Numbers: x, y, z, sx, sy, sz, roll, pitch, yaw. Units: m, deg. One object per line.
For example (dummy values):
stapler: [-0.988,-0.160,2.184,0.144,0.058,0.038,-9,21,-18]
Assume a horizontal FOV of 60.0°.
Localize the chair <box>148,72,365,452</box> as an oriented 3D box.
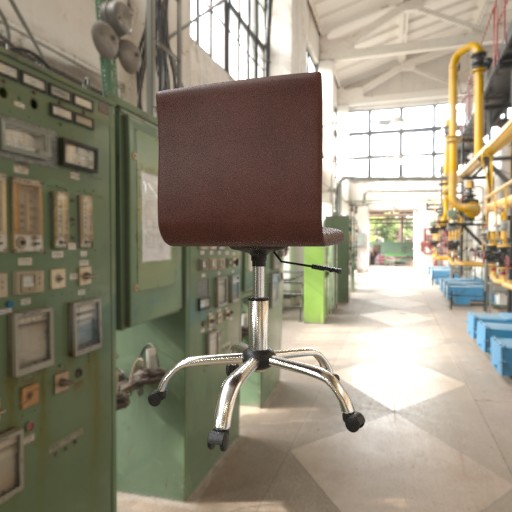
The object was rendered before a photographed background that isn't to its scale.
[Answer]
chair: [0.000,0.000,1.129,0.556,0.780,0.530,1,2,18]
